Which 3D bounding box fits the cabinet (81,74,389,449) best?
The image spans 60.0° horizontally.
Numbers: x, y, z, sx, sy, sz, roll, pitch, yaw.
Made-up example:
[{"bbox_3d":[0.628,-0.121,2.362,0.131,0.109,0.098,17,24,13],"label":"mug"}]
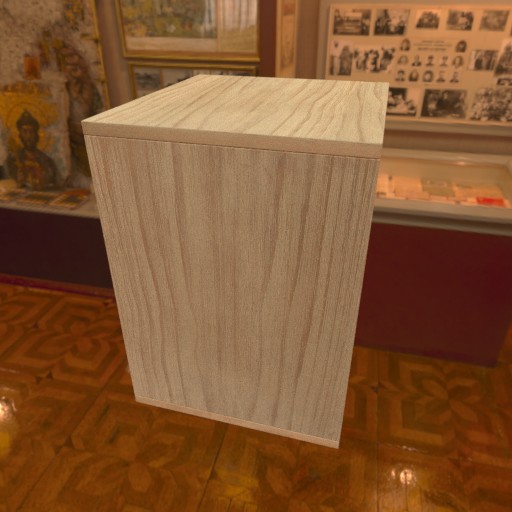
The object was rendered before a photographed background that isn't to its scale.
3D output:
[{"bbox_3d":[0.000,0.000,0.847,0.401,0.579,0.409,8,31,13],"label":"cabinet"}]
